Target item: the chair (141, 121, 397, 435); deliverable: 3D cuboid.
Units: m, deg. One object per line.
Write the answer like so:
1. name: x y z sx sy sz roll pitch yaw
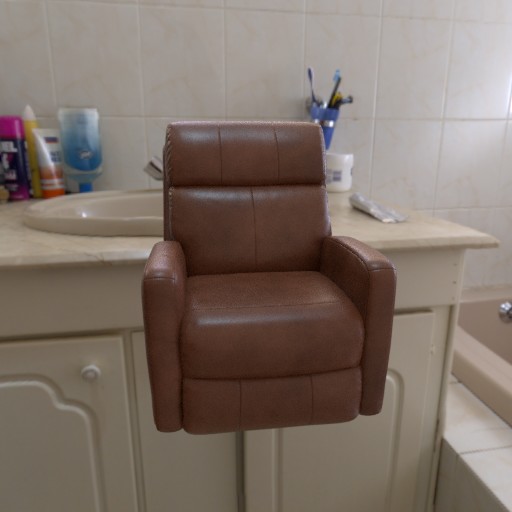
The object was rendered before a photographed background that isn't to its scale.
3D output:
1. chair: 0.000 0.000 1.709 0.787 1.016 0.939 -2 15 -7
